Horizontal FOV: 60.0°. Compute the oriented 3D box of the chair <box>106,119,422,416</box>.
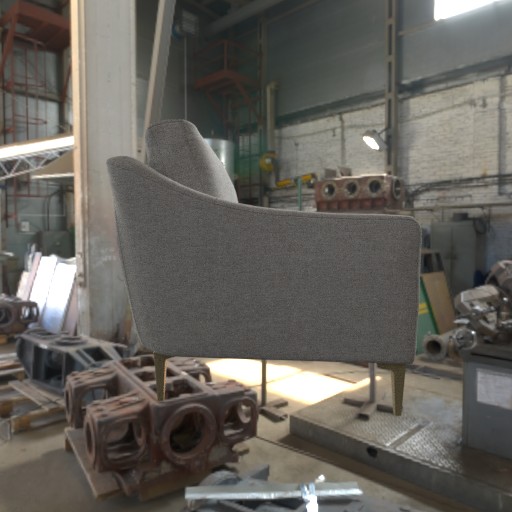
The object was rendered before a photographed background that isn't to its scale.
[{"bbox_3d":[0.000,0.000,1.725,0.961,0.902,0.986,0,3,0],"label":"chair"}]
